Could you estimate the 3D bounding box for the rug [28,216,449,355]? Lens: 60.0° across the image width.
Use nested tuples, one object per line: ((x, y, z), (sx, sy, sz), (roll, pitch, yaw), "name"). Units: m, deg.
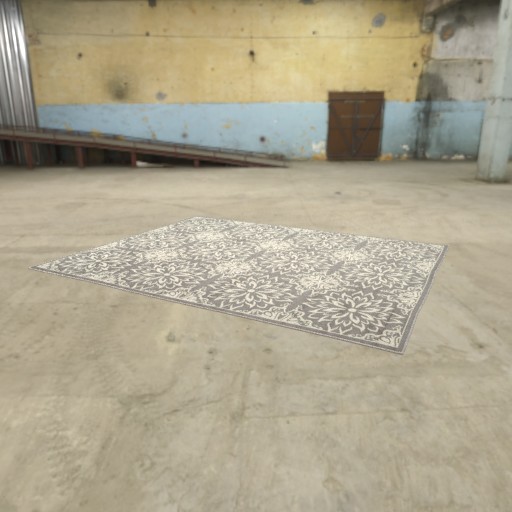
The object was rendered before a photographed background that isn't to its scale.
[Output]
((0.000, 0.000, 3.955), (2.980, 0.012, 2.363), (9, 19, 27), "rug")
